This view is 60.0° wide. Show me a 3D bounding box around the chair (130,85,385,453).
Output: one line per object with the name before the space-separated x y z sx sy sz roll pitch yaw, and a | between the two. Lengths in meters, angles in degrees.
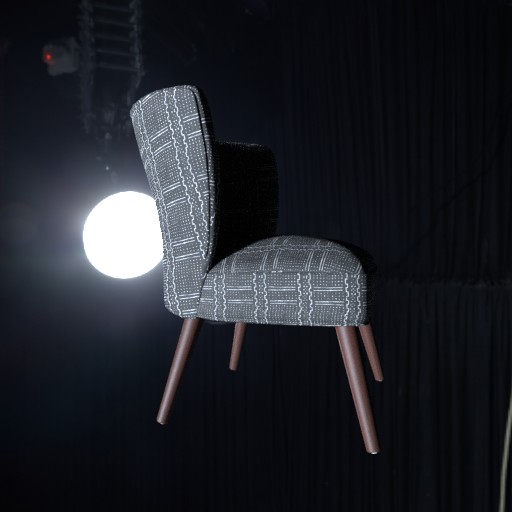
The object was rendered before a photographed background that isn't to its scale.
chair | 0.000 0.000 1.367 0.758 0.866 0.710 0 1 17
